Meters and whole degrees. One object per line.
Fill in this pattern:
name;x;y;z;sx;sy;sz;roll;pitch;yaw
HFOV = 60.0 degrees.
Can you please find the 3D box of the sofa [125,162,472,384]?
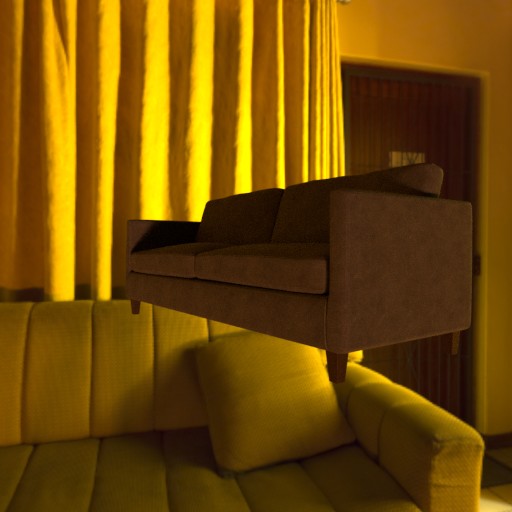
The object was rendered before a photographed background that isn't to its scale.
sofa;0.000;0.000;2.911;0.951;0.965;2.434;-1;1;-36
